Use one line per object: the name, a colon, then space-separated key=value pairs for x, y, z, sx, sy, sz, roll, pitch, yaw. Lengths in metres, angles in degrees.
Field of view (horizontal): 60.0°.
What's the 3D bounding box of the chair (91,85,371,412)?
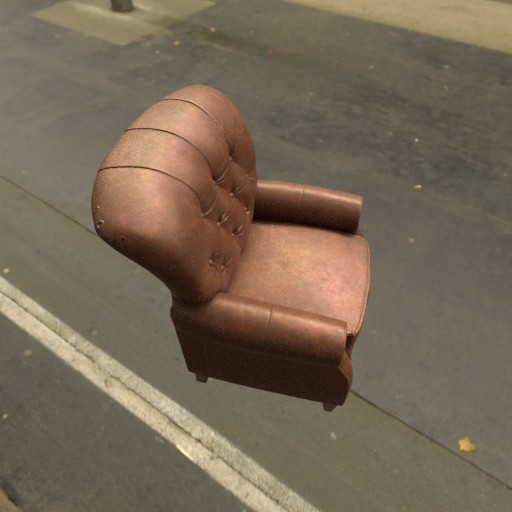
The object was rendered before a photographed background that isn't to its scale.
chair: x=0.000 y=0.000 z=1.974 sx=1.031 sy=1.162 sz=0.979 roll=10 pitch=48 yaw=9
